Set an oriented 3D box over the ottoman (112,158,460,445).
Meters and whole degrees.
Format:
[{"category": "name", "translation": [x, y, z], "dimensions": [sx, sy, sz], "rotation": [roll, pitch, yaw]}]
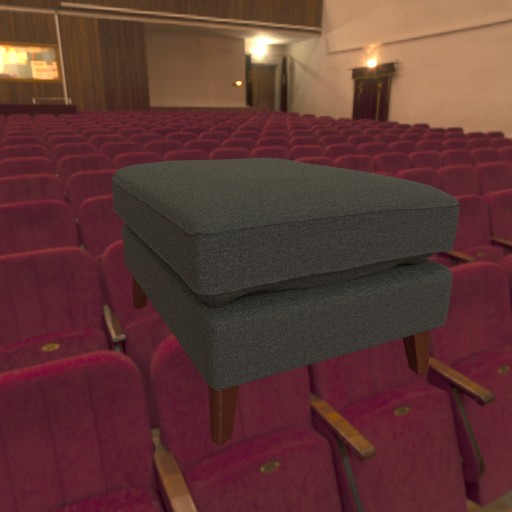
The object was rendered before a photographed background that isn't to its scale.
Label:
[{"category": "ottoman", "translation": [0.000, 0.000, 1.248], "dimensions": [0.629, 0.503, 0.835], "rotation": [-9, 20, -25]}]
